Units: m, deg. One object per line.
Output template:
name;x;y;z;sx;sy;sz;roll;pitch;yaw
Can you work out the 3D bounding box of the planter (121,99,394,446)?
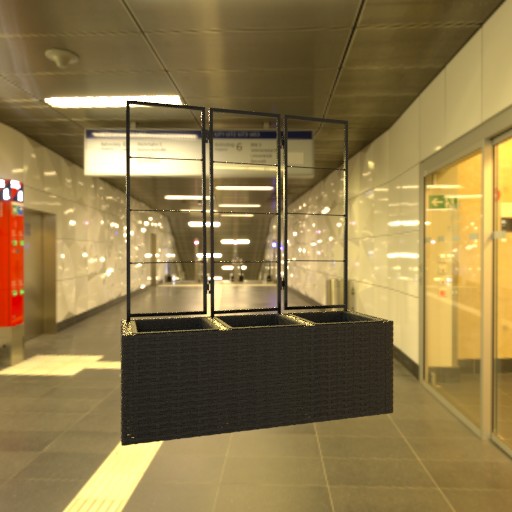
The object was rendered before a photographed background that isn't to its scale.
planter;0.000;0.000;1.194;0.698;0.841;0.244;0;0;-17
